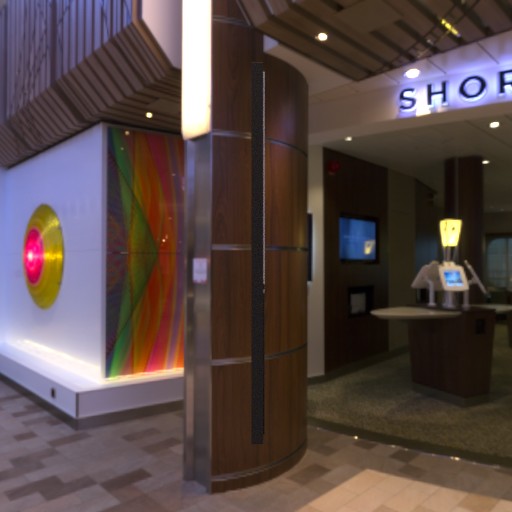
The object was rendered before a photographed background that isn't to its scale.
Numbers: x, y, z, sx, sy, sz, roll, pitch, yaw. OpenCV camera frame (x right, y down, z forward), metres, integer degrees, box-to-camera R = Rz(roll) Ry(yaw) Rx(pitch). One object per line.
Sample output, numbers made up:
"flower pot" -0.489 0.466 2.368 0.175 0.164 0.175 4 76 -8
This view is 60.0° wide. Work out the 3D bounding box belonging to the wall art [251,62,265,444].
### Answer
"wall art" 0.000 0.000 1.528 0.028 0.805 1.190 0 -1 0
